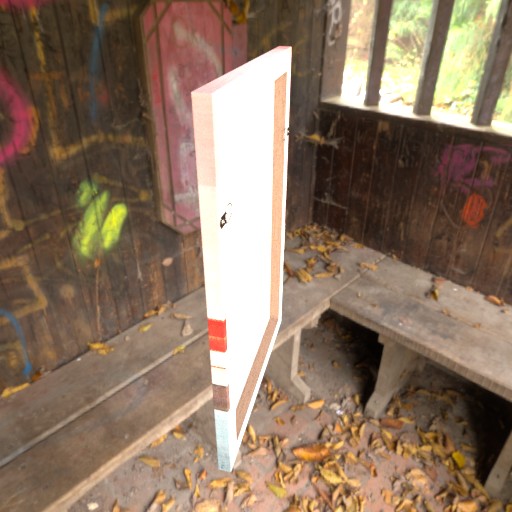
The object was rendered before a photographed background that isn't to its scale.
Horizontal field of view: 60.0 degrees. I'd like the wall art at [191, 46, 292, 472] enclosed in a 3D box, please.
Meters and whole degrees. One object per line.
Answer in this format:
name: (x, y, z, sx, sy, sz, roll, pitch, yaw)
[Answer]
wall art: (0.000, 0.000, 1.135, 0.038, 0.914, 0.610, 8, 32, 13)
